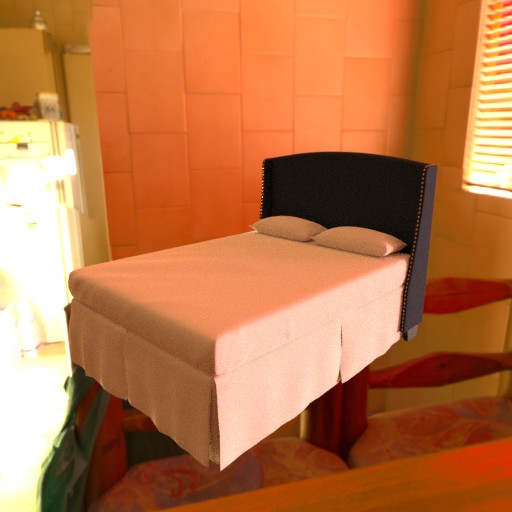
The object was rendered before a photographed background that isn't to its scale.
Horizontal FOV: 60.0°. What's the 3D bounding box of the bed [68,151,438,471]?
[{"bbox_3d":[0.000,0.000,3.168,1.604,1.402,2.223,14,21,42],"label":"bed"}]
